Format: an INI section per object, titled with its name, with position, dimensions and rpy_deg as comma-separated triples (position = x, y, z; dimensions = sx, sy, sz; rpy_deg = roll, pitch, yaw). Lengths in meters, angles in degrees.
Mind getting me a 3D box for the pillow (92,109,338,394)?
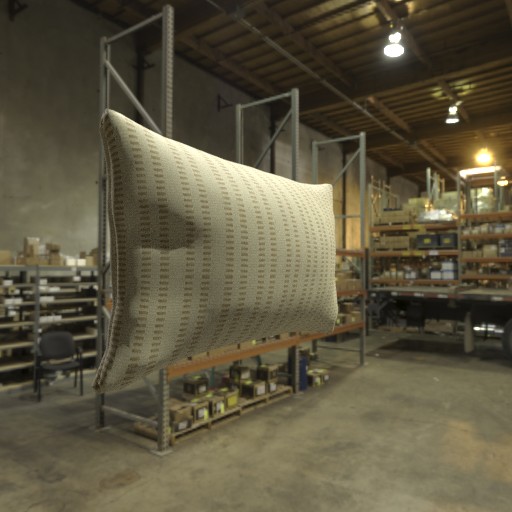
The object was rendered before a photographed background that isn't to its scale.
[pillow]
position = 0.000, 0.000, 0.795
dimensions = 0.210, 0.353, 0.640
rpy_deg = -1, -2, 36
